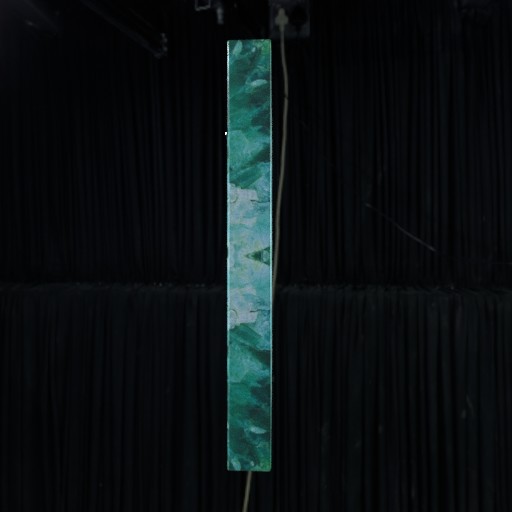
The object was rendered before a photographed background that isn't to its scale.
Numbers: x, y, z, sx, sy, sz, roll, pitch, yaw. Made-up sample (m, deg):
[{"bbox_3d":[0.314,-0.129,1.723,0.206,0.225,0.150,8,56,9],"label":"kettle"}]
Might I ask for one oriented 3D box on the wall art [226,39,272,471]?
[{"bbox_3d":[0.000,0.000,0.476,0.033,0.313,0.313,0,0,2],"label":"wall art"}]
